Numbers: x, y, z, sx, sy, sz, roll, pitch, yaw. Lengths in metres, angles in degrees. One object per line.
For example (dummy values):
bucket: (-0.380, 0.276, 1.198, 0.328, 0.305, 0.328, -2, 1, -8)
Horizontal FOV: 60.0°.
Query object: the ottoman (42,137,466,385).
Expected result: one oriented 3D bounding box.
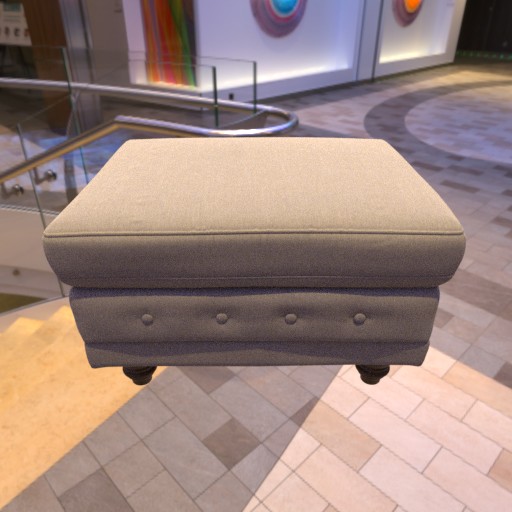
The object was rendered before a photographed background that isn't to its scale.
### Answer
ottoman: (0.000, 0.000, 1.119, 0.771, 0.500, 0.569, 0, 30, 0)
